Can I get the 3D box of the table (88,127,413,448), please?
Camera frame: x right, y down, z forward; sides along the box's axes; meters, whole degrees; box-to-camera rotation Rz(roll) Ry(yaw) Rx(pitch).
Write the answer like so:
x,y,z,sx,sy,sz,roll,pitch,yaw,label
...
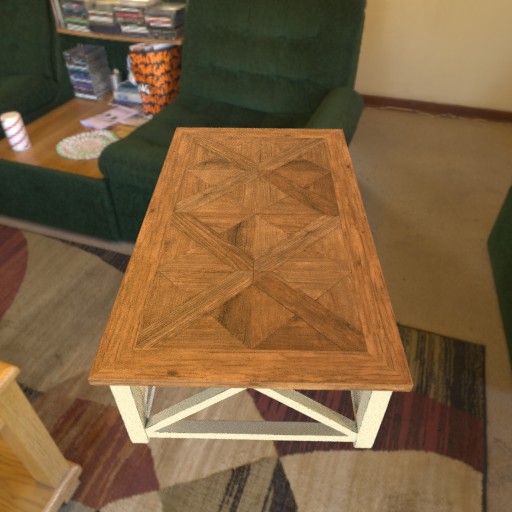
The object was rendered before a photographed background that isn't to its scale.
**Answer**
x,y,z,sx,sy,sz,roll,pitch,yaw,label
0.000,0.000,1.747,0.800,0.410,1.400,1,41,1,table
